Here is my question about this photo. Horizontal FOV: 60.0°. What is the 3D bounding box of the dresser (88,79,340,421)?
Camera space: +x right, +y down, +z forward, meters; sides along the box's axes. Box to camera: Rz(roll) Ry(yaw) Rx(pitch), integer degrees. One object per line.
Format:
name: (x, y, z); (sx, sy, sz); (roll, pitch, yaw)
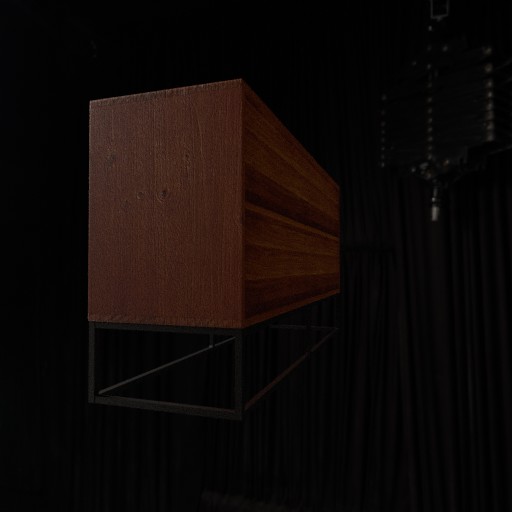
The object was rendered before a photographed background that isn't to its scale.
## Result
dresser: (0.000, 0.000, 1.847); (0.464, 0.810, 1.536); (0, -1, 19)
